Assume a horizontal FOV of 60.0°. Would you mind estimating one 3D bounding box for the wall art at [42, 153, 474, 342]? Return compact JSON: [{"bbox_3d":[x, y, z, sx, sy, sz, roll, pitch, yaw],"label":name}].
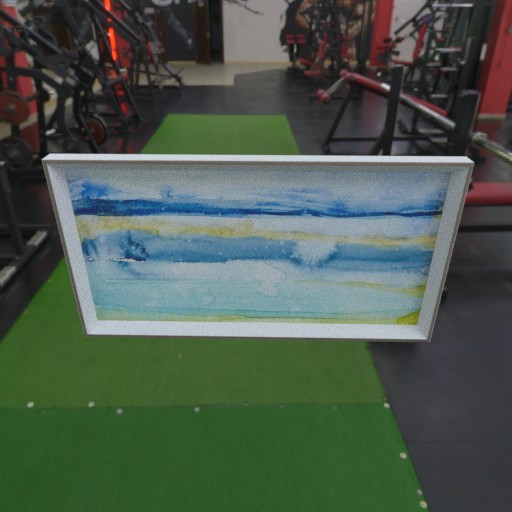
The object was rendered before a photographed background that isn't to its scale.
[{"bbox_3d":[0.000,0.000,0.954,0.812,0.431,0.038,1,29,1],"label":"wall art"}]
